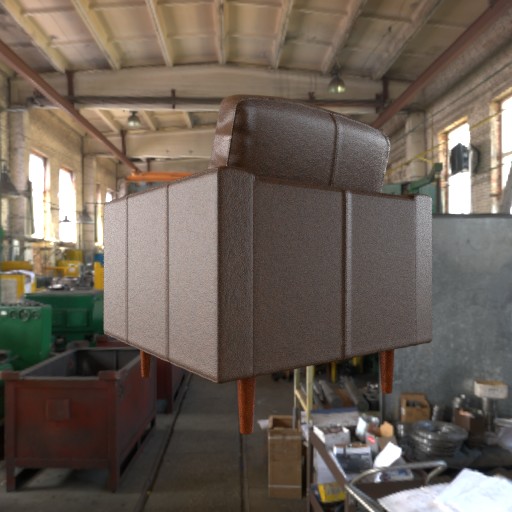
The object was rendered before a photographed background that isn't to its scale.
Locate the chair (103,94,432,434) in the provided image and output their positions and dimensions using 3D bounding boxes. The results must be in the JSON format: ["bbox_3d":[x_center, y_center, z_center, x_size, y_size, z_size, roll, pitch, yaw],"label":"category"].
[{"bbox_3d":[0.000,0.000,1.671,0.890,0.956,0.909,0,0,-36],"label":"chair"}]
